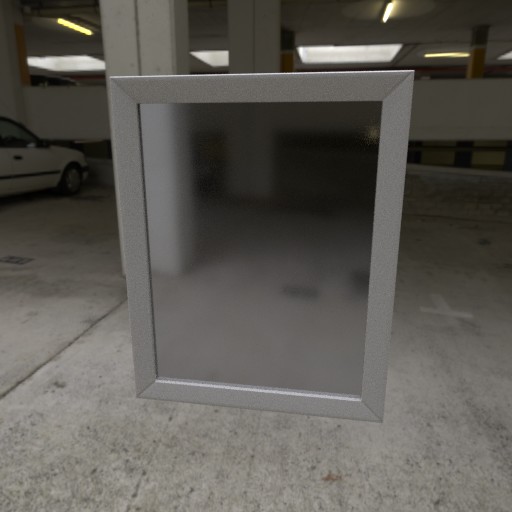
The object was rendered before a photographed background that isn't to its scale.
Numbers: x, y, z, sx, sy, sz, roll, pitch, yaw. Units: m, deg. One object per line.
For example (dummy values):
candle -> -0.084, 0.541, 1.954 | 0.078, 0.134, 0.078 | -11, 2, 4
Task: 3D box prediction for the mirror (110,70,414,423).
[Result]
mirror -> 0.000, 0.000, 0.669 | 0.405, 0.508, 0.041 | 3, 16, 9
